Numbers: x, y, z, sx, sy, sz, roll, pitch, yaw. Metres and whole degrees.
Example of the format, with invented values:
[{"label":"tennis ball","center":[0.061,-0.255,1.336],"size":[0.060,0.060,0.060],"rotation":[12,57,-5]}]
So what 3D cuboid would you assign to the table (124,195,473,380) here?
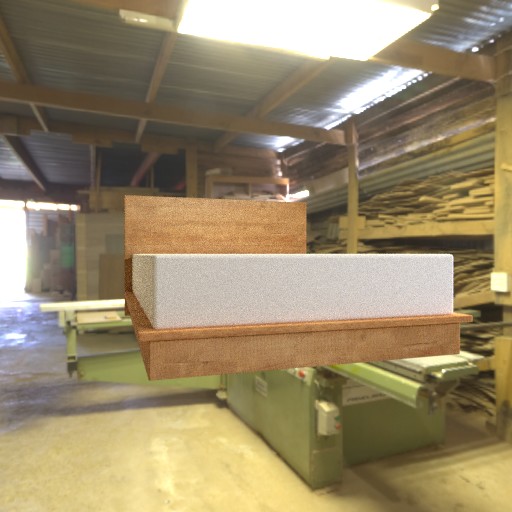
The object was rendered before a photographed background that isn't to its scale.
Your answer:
[{"label":"table","center":[0.000,0.000,3.094],"size":[1.707,1.041,2.149],"rotation":[0,0,-18]}]
